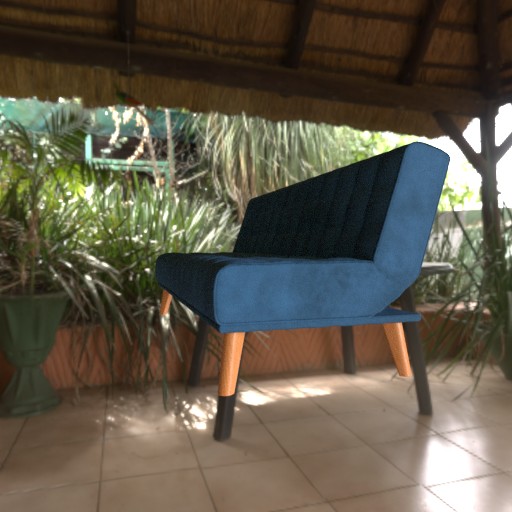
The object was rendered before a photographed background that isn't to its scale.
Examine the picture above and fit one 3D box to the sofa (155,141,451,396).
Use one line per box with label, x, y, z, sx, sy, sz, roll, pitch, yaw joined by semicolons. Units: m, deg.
sofa;0.000;0.000;2.286;0.855;0.813;1.804;0;1;-18
